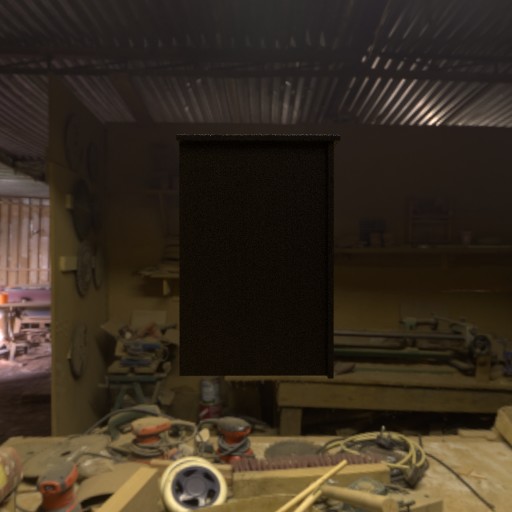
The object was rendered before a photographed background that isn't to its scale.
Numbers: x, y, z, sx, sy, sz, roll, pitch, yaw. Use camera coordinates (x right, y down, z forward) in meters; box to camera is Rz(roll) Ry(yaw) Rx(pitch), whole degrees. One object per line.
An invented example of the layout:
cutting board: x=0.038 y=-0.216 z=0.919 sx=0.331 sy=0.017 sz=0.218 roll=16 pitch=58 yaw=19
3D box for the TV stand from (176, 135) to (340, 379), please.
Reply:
TV stand: x=0.000 y=0.000 z=1.987 sx=0.406 sy=0.610 sz=1.778 roll=0 pitch=0 yaw=0
